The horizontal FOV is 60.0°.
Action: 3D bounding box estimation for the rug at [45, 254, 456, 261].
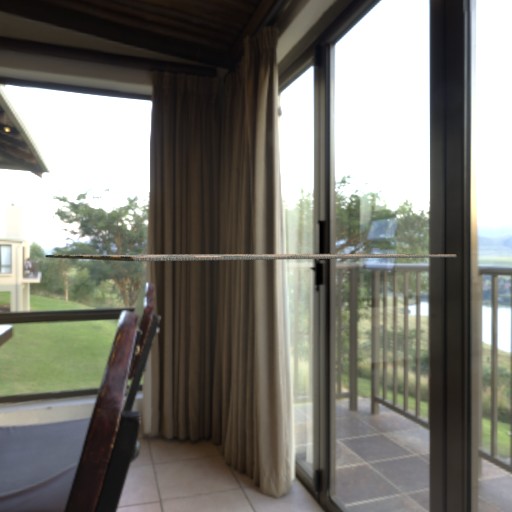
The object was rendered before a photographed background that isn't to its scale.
[{"bbox_3d":[0.000,0.000,2.361,1.829,0.014,1.235,0,1,-37],"label":"rug"}]
